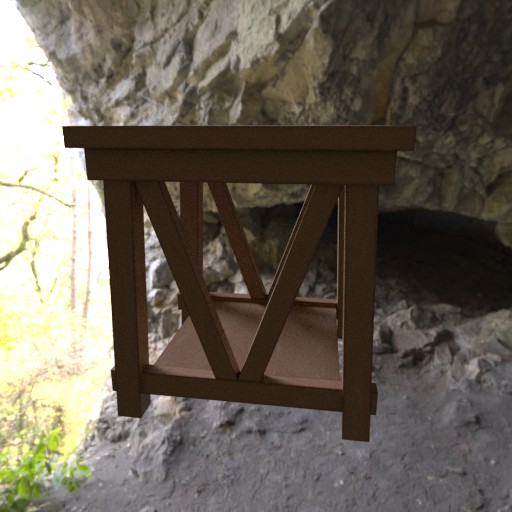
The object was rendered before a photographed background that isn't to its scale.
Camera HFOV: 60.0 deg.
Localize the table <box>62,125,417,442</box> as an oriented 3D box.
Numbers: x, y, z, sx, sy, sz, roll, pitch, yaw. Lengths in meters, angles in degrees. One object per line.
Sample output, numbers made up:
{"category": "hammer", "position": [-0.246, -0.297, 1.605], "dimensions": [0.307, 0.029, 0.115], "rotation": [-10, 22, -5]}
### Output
{"category": "table", "position": [0.000, 0.000, 1.130], "dimensions": [0.612, 0.638, 0.610], "rotation": [2, 17, 8]}
